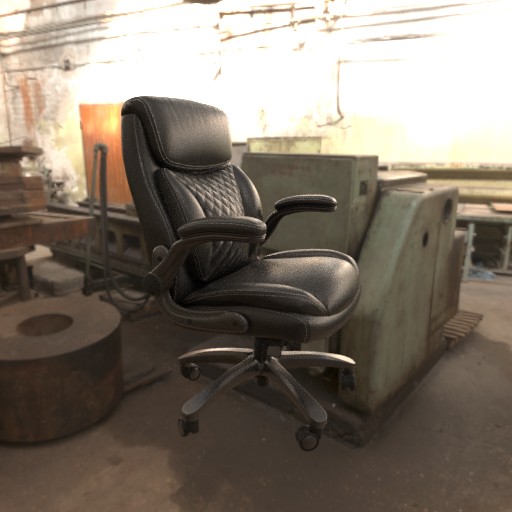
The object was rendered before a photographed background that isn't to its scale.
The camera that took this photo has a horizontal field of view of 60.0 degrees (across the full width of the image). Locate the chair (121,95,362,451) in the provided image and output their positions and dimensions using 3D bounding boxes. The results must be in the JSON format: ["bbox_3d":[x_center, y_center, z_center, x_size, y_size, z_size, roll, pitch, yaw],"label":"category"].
[{"bbox_3d":[0.000,0.000,1.609,0.724,1.110,0.782,6,15,25],"label":"chair"}]
